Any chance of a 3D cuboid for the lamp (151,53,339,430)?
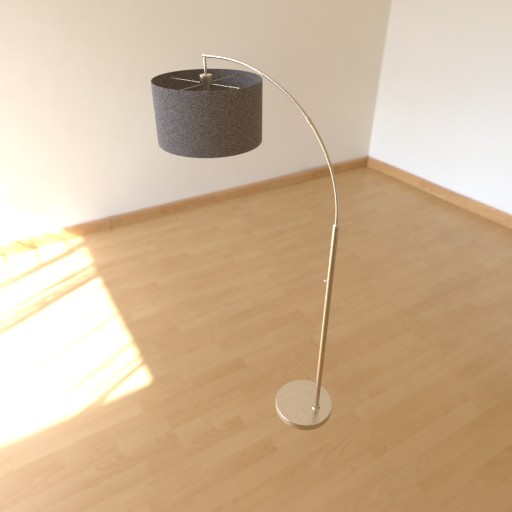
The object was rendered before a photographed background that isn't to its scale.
[{"bbox_3d":[0.000,0.000,2.114,0.934,1.735,0.452,20,38,28],"label":"lamp"}]
